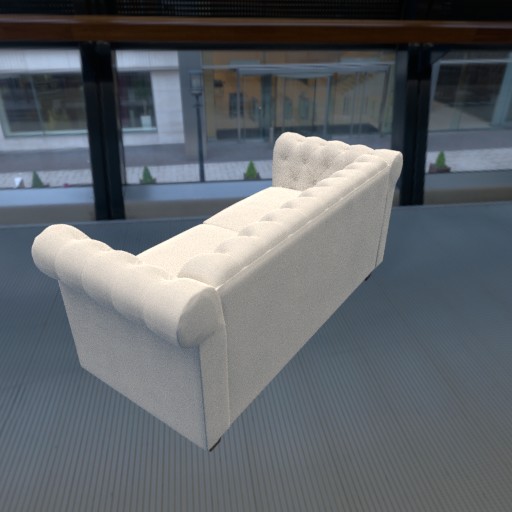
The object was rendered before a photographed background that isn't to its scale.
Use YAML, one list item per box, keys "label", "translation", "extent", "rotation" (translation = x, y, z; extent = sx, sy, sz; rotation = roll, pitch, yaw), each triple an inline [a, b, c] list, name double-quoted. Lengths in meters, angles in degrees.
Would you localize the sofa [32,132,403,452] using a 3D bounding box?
- label: "sofa"
  translation: [0.000, 0.000, 2.207]
  extent: [0.771, 0.796, 1.798]
  rotation: [20, 36, 30]
